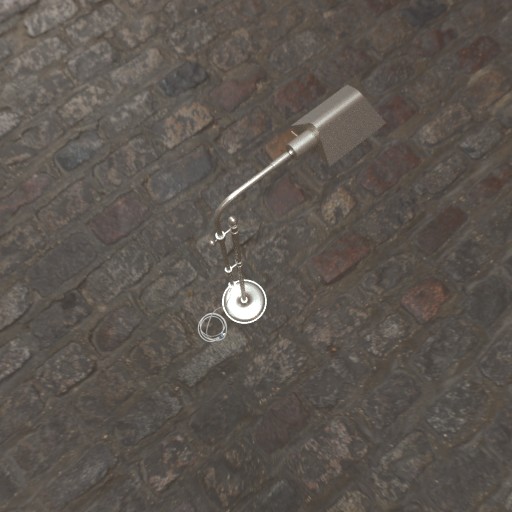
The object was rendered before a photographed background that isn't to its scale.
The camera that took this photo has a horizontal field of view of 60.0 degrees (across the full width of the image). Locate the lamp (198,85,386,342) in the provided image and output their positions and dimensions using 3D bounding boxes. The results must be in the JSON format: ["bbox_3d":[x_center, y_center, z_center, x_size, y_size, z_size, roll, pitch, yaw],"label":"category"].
[{"bbox_3d":[0.000,0.000,1.852,0.813,1.571,0.256,-38,78,-10],"label":"lamp"}]
